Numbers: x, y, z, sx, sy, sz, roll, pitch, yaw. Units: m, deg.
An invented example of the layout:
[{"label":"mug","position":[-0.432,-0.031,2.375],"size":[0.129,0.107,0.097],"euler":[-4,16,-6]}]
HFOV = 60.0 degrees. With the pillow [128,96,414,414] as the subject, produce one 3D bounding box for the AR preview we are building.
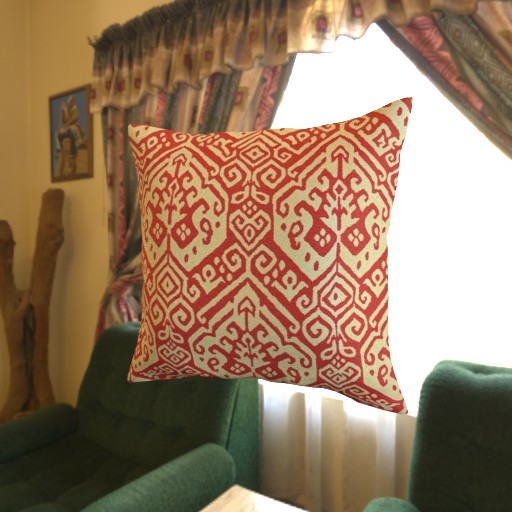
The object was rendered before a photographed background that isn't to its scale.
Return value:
[{"label":"pillow","position":[0.000,0.000,0.784],"size":[0.522,0.507,0.192],"euler":[0,1,17]}]
